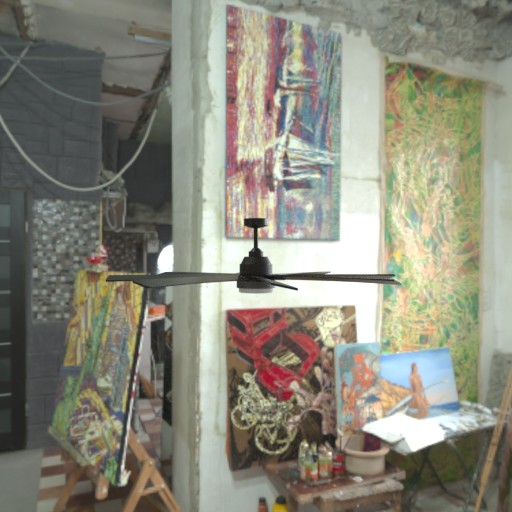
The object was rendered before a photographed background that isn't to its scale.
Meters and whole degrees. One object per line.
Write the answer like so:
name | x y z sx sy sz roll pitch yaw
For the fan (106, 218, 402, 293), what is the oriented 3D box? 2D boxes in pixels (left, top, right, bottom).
fan | 0.000 0.000 2.825 1.830 0.472 1.830 0 0 37
